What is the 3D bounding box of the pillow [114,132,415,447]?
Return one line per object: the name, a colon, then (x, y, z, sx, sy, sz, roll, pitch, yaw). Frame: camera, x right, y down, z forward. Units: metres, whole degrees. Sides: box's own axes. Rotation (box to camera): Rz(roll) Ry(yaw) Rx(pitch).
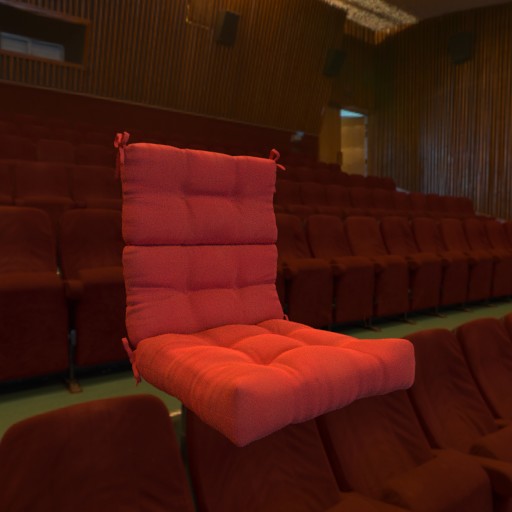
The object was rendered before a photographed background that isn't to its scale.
pillow: (0.000, 0.000, 1.035, 0.519, 0.605, 0.571, -2, 3, -36)
